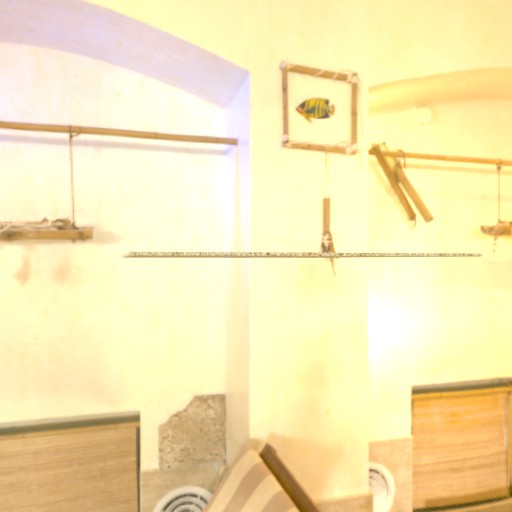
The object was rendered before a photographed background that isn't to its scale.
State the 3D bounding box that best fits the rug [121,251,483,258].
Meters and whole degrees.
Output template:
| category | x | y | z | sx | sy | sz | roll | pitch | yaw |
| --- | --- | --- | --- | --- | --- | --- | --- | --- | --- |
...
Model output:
| category | x | y | z | sx | sy | sz | roll | pitch | yaw |
| --- | --- | --- | --- | --- | --- | --- | --- | --- | --- |
| rug | 0.000 | 0.000 | 4.189 | 2.400 | 0.025 | 3.000 | 0 | 0 | -18 |
